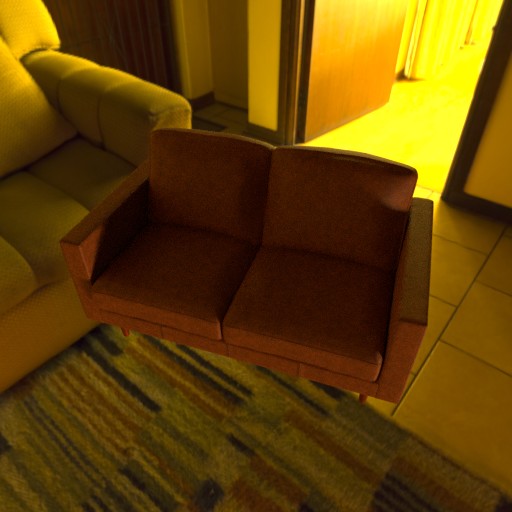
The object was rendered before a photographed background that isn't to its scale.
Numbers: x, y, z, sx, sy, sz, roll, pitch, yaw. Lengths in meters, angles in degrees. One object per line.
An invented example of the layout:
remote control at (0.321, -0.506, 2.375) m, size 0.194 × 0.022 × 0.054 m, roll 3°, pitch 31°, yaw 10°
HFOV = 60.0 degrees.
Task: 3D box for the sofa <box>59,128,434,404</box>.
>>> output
sofa at (0.000, 0.000, 2.210) m, size 1.578 × 0.951 × 0.909 m, roll 12°, pitch 42°, yaw 14°
